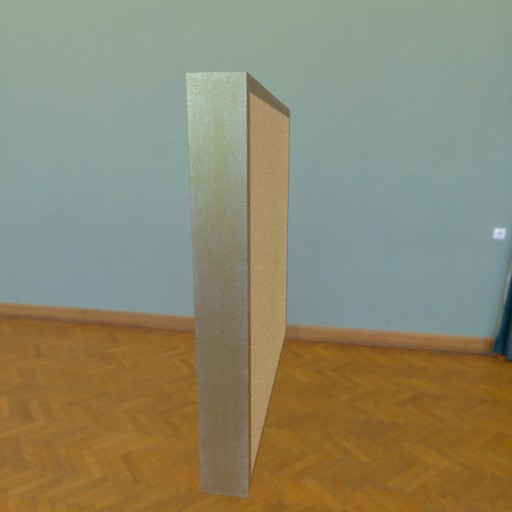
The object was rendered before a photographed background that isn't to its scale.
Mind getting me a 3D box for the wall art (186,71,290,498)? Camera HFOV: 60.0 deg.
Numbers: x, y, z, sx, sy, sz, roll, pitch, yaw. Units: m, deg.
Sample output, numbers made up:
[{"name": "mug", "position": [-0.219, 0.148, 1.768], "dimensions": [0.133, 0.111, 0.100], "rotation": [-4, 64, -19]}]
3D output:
[{"name": "wall art", "position": [0.000, 0.000, 0.451], "dimensions": [0.038, 0.305, 0.306], "rotation": [2, 14, 9]}]
